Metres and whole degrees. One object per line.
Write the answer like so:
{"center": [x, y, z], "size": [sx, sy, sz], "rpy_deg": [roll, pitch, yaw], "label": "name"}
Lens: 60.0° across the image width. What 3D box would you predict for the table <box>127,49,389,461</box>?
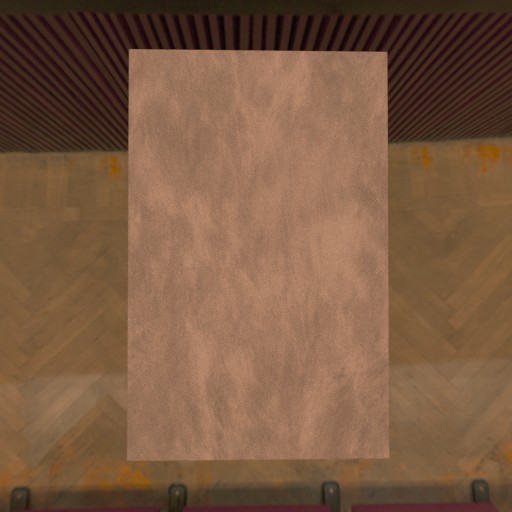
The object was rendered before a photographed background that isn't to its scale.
{"center": [0.000, 0.000, 1.556], "size": [0.700, 0.734, 1.100], "rpy_deg": [0, 89, -1], "label": "table"}
